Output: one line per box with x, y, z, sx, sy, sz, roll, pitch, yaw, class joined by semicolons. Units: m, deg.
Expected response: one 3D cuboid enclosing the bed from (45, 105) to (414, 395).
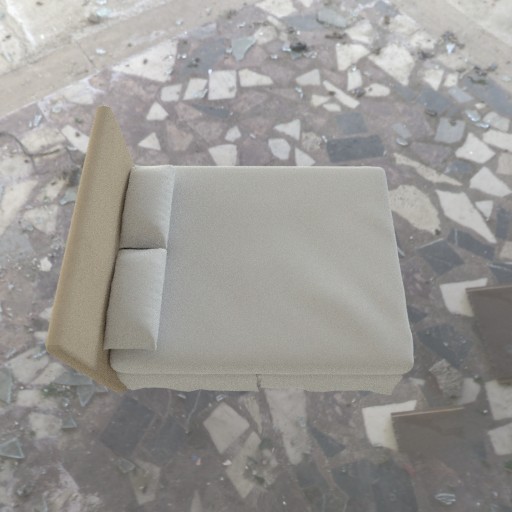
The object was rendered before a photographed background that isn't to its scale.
0.000;0.000;3.152;2.142;1.330;1.723;0;64;0;bed
